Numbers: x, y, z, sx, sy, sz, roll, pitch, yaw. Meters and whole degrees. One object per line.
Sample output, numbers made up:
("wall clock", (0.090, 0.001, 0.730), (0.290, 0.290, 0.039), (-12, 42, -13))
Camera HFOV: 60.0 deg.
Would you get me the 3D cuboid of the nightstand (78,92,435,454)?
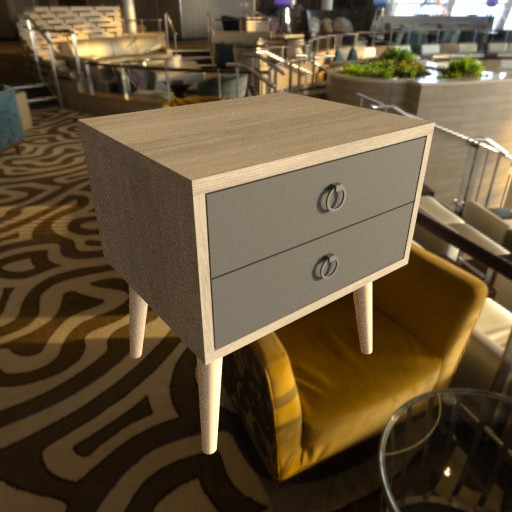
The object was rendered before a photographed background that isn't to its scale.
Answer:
("nightstand", (0.000, 0.000, 0.841), (0.450, 0.500, 0.380), (-21, 35, -32))
